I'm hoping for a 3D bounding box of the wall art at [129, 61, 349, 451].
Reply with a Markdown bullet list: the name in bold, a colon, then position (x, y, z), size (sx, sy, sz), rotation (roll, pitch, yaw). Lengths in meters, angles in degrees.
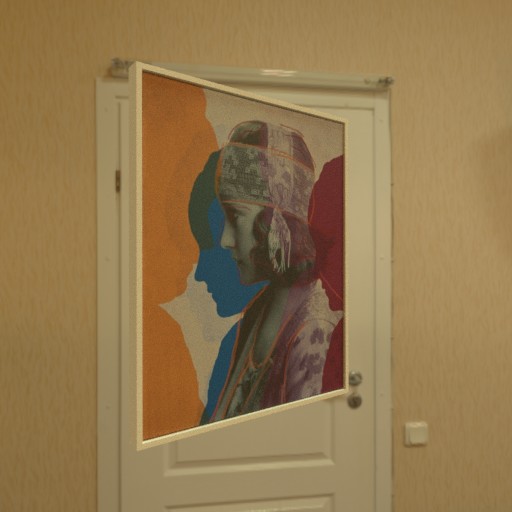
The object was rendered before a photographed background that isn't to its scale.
- **wall art**: position (0.000, 0.000, 0.768), size (0.443, 0.549, 0.030), rotation (0, 0, -37)
